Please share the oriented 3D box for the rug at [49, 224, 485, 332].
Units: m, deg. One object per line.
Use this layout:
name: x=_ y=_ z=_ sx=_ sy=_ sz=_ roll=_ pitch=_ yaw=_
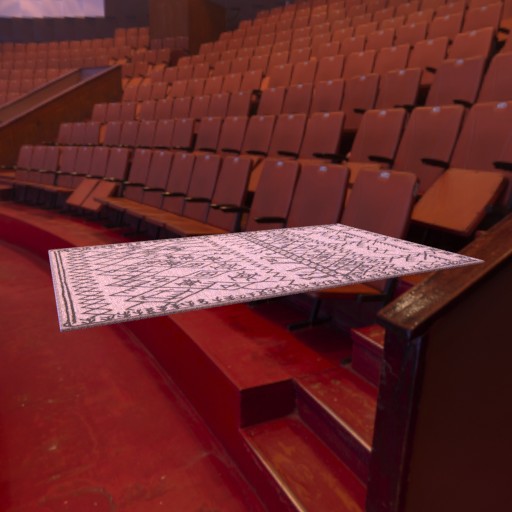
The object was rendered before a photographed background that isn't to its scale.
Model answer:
rug: x=0.000 y=0.000 z=2.917 sx=2.444 sy=0.012 sz=1.526 roll=-7 pitch=15 yaw=-25
